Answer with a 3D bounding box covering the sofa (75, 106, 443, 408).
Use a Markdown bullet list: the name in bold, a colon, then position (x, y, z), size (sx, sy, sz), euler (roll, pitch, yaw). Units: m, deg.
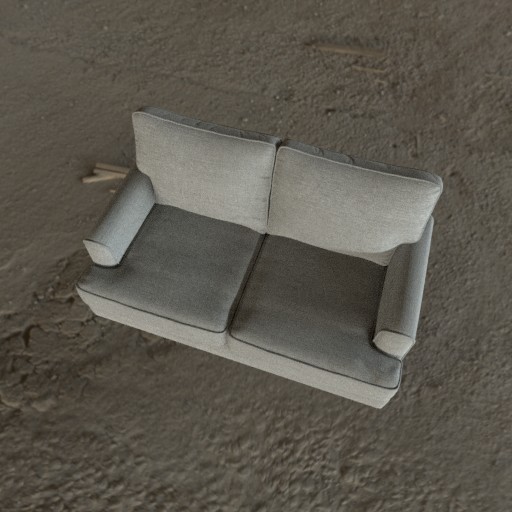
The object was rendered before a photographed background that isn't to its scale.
- **sofa**: position (0.000, 0.000, 2.277), size (1.651, 0.965, 0.965), euler (16, 59, 10)
